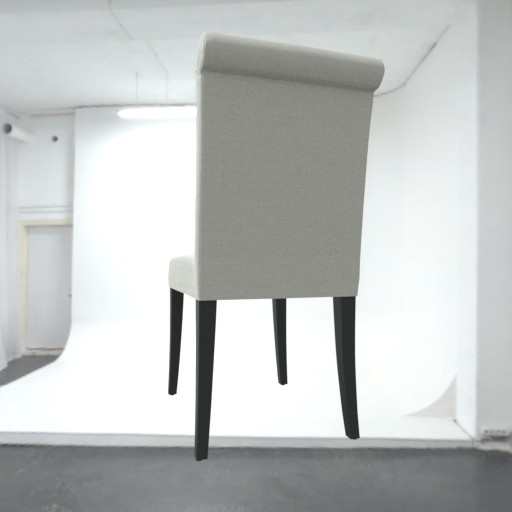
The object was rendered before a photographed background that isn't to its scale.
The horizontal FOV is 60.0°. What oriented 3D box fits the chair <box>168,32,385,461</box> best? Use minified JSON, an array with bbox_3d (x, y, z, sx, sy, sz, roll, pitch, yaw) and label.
[{"bbox_3d":[0.000,0.000,1.333,0.452,0.976,0.708,0,0,-17],"label":"chair"}]
